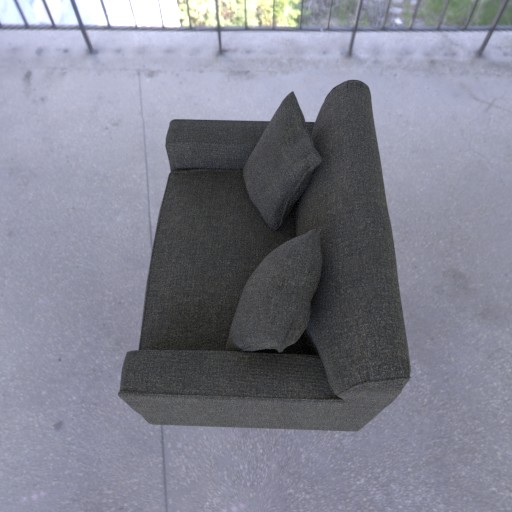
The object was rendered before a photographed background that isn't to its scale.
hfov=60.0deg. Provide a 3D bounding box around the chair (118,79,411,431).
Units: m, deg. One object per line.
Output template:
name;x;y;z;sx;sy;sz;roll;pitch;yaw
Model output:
chair;0.000;0.000;2.021;1.000;0.948;1.383;2;59;1
